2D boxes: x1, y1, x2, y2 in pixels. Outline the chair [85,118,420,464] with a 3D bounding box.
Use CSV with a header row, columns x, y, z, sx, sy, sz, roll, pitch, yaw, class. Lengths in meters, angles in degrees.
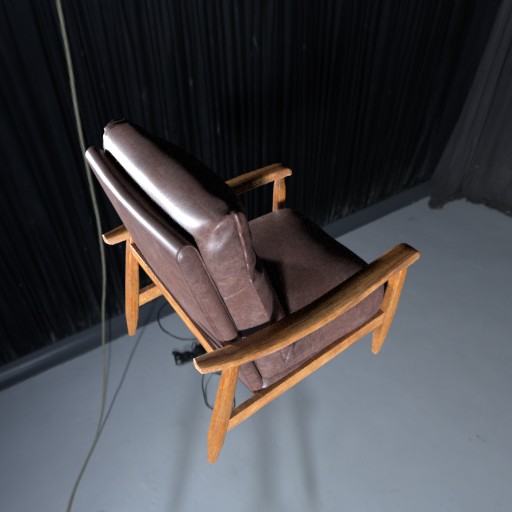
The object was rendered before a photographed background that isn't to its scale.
x,y,z,sx,sy,sz,roll,pitch,yaw,class
0.000,0.000,1.520,0.830,0.897,0.782,-24,46,-26,chair
